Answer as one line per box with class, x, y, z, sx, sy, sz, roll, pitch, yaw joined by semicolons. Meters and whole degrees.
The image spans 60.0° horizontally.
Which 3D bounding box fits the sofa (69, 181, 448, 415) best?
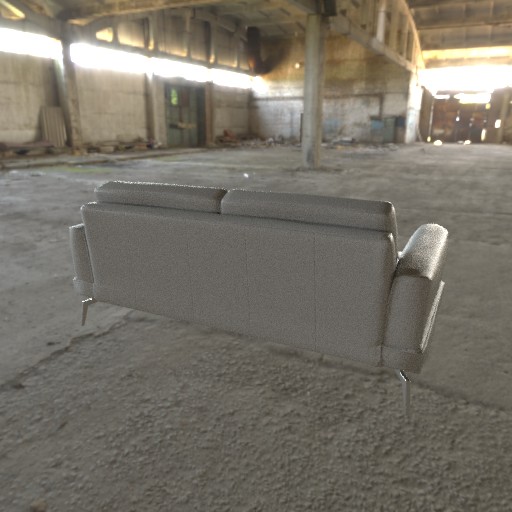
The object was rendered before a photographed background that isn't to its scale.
sofa;0.000;0.000;2.777;2.177;0.930;1.121;8;19;26
